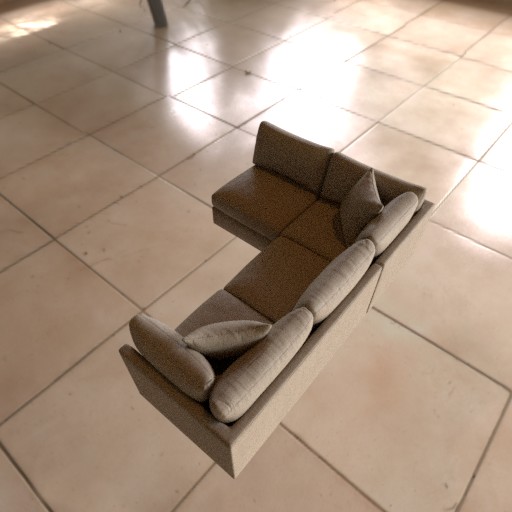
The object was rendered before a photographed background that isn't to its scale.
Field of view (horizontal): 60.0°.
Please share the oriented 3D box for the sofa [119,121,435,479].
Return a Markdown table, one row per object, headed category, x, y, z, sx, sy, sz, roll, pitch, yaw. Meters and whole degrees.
| category | x | y | z | sx | sy | sz | roll | pitch | yaw |
| --- | --- | --- | --- | --- | --- | --- | --- | --- | --- |
| sofa | 0.000 | 0.000 | 3.957 | 1.994 | 0.978 | 2.896 | 31 | 54 | 26 |
